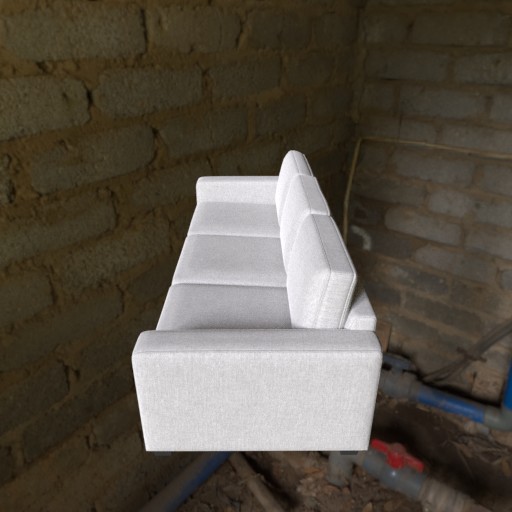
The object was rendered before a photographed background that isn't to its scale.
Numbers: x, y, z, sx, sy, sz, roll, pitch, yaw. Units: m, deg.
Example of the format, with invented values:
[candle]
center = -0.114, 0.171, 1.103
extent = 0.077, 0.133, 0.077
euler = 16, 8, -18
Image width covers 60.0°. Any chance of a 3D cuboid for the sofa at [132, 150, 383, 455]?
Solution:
[sofa]
center = 0.000, 0.000, 2.543
extent = 0.900, 0.800, 2.120
euler = 0, 27, 0
